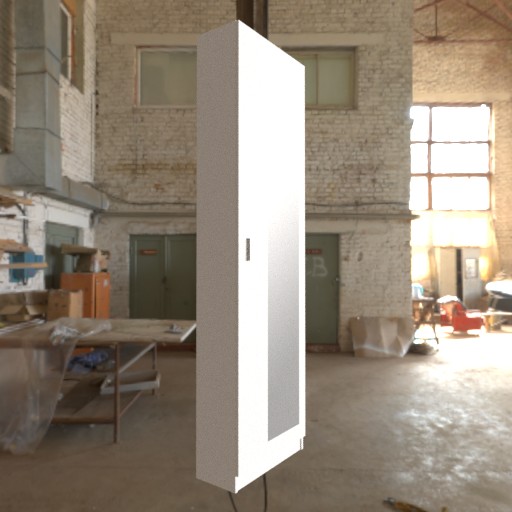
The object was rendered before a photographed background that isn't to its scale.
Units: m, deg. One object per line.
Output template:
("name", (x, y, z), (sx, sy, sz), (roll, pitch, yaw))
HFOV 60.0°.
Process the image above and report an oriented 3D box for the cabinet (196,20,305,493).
("cabinet", (0.000, 0.000, 1.930), (0.230, 1.790, 0.500), (-1, -1, 36))
